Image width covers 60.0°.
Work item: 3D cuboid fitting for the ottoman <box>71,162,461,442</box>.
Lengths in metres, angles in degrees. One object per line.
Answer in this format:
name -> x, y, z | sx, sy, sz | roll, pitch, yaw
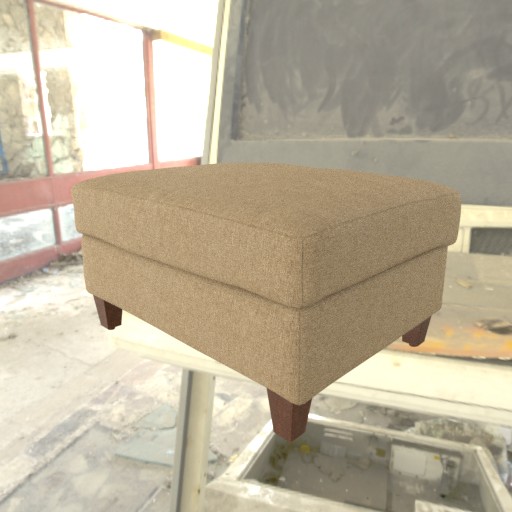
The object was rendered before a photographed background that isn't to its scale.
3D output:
ottoman -> 0.000, 0.000, 1.278 | 0.889, 0.511, 0.692 | 15, 22, 42
